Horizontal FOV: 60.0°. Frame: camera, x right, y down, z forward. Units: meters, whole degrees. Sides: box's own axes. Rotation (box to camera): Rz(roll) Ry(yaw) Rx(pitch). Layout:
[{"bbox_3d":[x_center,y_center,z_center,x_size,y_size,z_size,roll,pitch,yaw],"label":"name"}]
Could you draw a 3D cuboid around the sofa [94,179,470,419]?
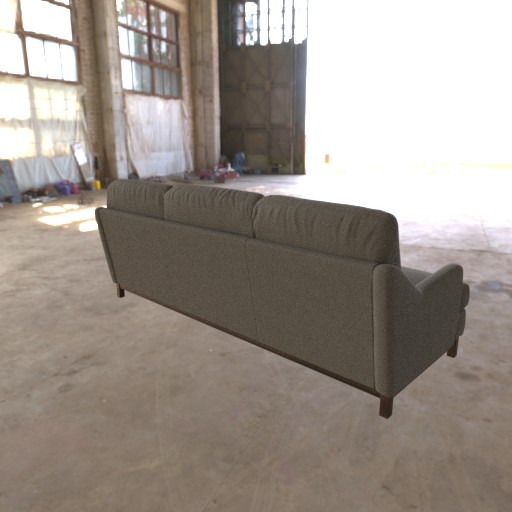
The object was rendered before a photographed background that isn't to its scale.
[{"bbox_3d":[0.000,0.000,2.836,2.344,0.926,0.987,13,20,42],"label":"sofa"}]
